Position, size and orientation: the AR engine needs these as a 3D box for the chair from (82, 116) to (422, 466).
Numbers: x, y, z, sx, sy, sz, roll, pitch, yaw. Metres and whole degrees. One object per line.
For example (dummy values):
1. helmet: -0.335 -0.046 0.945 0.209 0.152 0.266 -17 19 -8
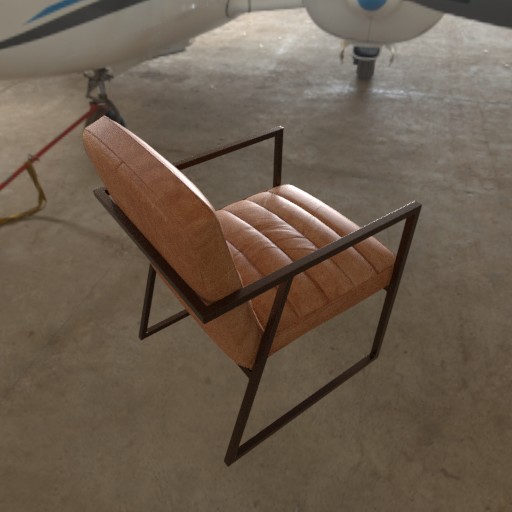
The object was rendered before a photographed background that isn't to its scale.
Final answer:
1. chair: 0.000 0.000 1.266 0.677 0.832 0.571 -26 47 -27
